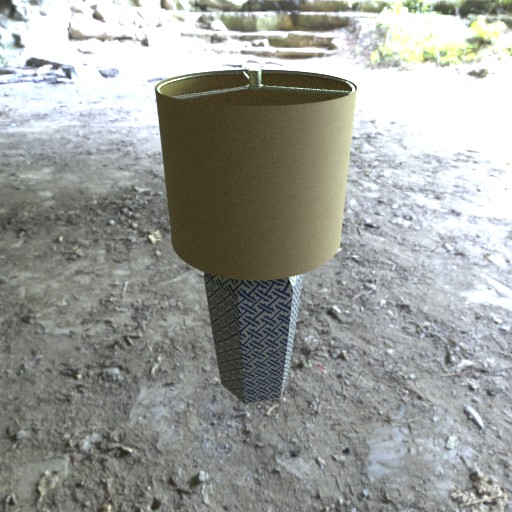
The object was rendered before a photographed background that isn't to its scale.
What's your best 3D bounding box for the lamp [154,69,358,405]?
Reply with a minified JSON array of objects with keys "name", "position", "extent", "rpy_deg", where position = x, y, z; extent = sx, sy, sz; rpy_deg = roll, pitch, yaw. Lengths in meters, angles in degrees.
[{"name":"lamp","position":[0.000,0.000,0.874],"extent":[0.320,0.682,0.320],"rpy_deg":[11,33,18]}]
